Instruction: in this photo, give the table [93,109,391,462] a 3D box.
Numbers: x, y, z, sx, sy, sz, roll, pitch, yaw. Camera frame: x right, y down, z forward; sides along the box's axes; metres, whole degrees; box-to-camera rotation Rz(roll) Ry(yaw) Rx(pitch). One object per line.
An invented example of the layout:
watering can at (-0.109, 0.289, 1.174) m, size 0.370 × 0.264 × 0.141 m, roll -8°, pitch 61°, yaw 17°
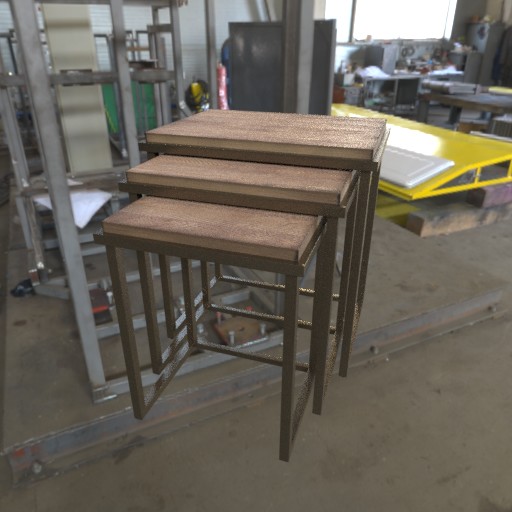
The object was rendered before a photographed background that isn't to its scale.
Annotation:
table at (0.000, 0.000, 1.148) m, size 0.559 × 0.610 × 0.706 m, roll 9°, pitch 28°, yaw 17°
